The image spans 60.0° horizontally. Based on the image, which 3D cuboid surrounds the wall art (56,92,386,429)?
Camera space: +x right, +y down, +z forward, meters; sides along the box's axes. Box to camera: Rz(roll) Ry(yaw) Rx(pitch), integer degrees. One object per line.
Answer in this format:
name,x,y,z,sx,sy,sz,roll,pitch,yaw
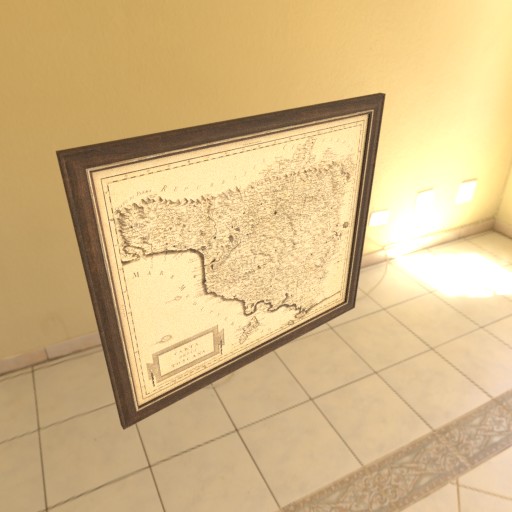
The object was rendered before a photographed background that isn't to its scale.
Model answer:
wall art,0.000,0.000,1.415,1.033,0.875,0.023,-21,37,-31
